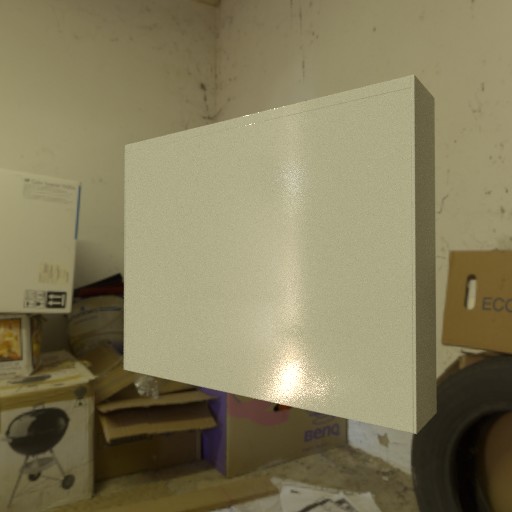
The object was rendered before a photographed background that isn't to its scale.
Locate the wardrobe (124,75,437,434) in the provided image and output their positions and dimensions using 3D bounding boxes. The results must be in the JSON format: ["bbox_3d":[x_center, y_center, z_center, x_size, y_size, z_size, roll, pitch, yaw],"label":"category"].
[{"bbox_3d":[0.000,0.000,4.021,3.000,2.360,0.580,-1,-1,36],"label":"wardrobe"}]
